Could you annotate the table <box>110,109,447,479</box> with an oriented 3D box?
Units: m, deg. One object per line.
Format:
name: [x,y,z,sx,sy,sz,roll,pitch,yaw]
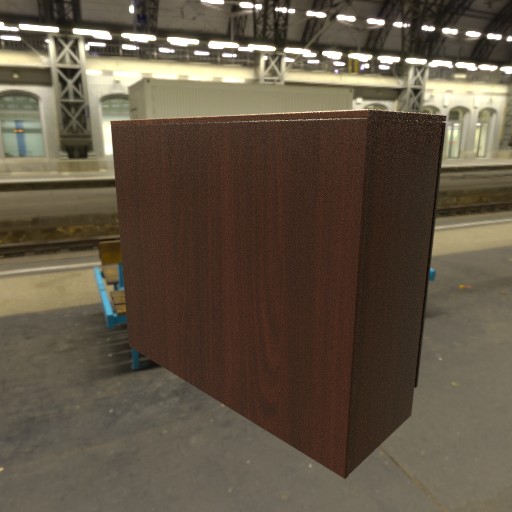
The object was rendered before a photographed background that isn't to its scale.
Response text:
table: [0.000,0.000,1.333,0.930,0.790,0.380,14,21,42]
